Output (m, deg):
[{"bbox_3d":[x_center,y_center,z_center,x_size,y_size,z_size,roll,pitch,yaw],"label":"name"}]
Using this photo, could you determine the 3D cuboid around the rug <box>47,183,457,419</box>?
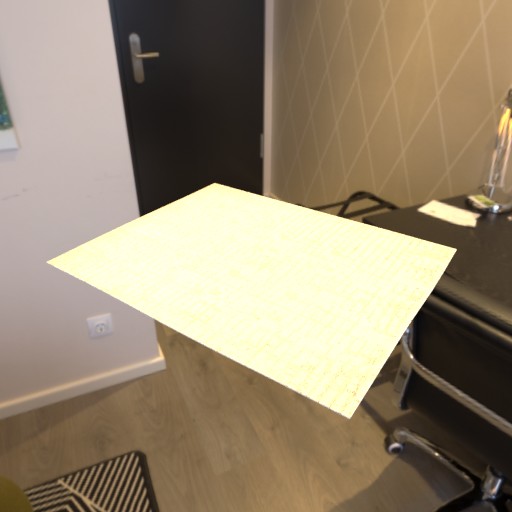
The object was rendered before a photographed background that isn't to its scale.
[{"bbox_3d":[0.000,0.000,4.197,3.061,0.014,2.447,20,36,30],"label":"rug"}]
